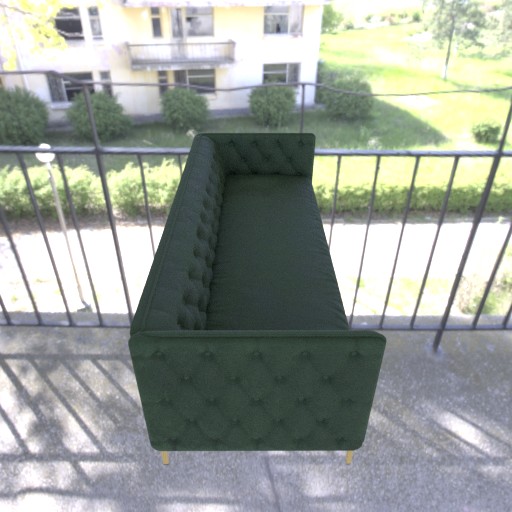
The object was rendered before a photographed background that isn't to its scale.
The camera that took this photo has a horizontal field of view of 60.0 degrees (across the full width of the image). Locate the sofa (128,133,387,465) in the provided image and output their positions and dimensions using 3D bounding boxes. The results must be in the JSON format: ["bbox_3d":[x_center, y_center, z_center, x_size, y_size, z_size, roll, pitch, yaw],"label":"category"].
[{"bbox_3d":[0.000,0.000,2.585,0.895,0.771,2.209,0,34,0],"label":"sofa"}]
